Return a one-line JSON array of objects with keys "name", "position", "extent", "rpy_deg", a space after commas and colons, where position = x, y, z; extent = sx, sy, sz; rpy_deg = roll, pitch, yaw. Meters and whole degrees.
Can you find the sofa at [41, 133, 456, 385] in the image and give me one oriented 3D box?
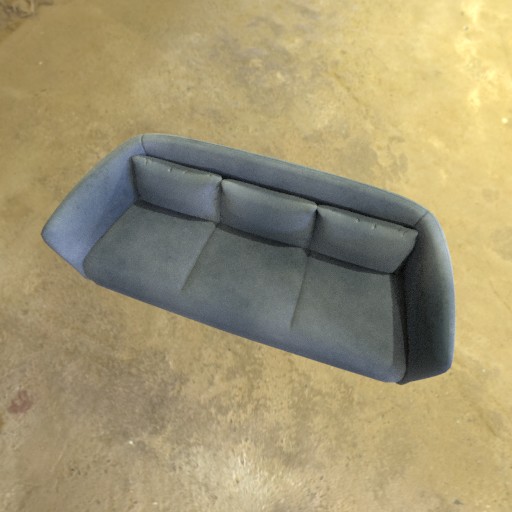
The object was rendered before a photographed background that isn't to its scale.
[{"name": "sofa", "position": [0.000, 0.000, 2.531], "extent": [2.095, 0.795, 0.849], "rpy_deg": [17, 60, 10]}]
